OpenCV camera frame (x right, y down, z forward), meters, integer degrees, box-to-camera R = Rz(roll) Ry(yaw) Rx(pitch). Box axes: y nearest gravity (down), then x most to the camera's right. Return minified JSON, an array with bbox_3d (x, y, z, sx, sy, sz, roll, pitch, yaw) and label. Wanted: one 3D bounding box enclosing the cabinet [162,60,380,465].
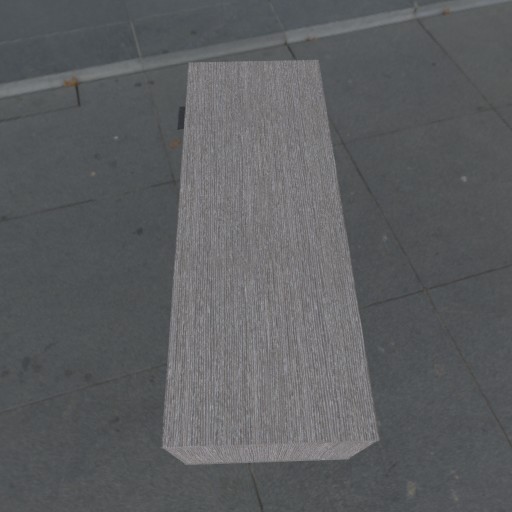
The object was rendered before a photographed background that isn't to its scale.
[{"bbox_3d":[0.000,0.000,1.551,0.500,0.599,1.300,-2,60,-1],"label":"cabinet"}]
